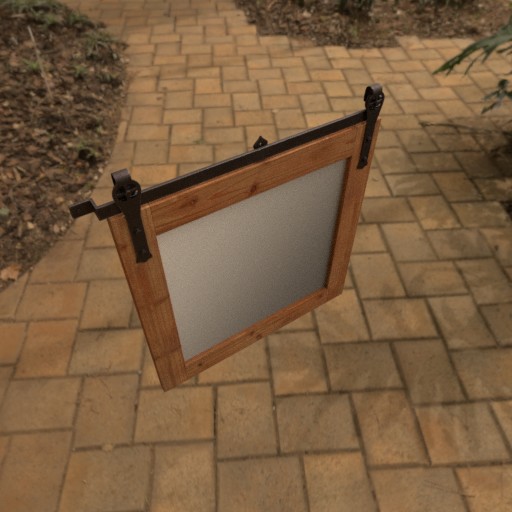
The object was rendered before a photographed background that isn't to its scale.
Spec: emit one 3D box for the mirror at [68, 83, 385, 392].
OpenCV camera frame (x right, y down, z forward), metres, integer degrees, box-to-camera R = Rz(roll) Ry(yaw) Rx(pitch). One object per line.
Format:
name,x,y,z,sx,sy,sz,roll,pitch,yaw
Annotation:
mirror,0.000,0.000,1.213,0.805,0.800,0.054,-25,52,-22
